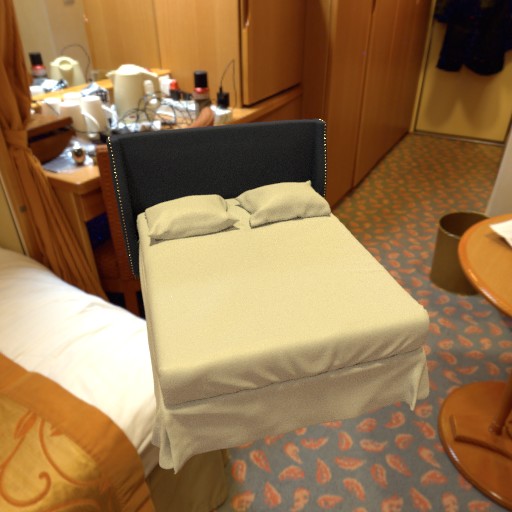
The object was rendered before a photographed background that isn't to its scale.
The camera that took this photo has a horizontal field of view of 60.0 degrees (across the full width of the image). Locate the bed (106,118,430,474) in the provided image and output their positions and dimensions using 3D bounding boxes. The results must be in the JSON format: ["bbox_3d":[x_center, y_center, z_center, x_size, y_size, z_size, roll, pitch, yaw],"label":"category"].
[{"bbox_3d":[0.000,0.000,3.297,1.925,1.332,2.276,-9,34,-14],"label":"bed"}]
